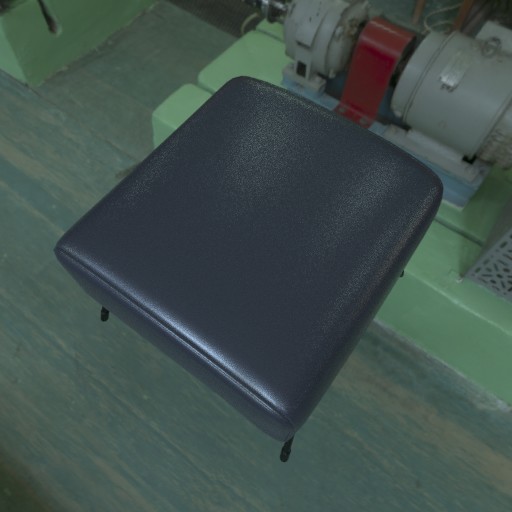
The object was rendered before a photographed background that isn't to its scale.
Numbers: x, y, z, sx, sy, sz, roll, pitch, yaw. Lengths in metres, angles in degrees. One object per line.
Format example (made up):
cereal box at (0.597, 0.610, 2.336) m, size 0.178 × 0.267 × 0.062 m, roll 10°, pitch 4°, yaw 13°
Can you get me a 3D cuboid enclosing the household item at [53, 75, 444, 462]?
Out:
household item at (0.000, 0.000, 0.890) m, size 0.530 × 0.410 × 0.530 m, roll 33°, pitch 67°, yaw 16°
